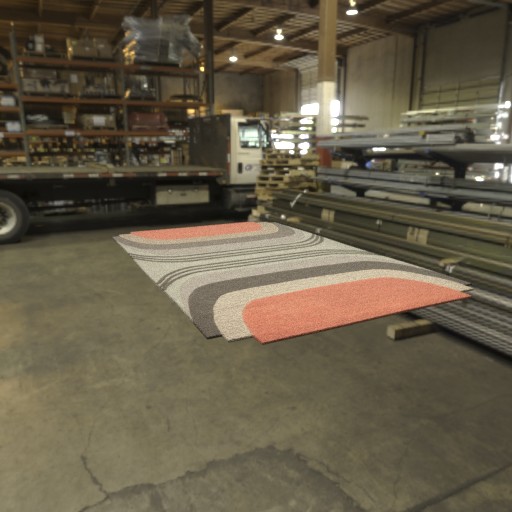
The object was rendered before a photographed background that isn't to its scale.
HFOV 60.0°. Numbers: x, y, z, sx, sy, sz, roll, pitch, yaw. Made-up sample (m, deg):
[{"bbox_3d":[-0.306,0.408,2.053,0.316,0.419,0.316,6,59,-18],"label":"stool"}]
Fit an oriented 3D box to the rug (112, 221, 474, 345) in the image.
[{"bbox_3d":[0.000,0.000,3.001,1.530,0.017,2.446,-7,16,-26],"label":"rug"}]
